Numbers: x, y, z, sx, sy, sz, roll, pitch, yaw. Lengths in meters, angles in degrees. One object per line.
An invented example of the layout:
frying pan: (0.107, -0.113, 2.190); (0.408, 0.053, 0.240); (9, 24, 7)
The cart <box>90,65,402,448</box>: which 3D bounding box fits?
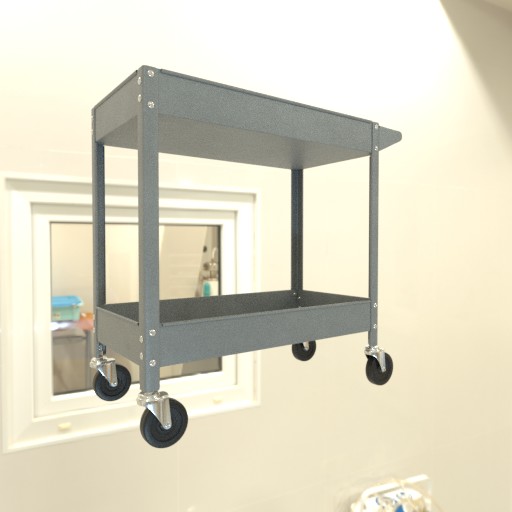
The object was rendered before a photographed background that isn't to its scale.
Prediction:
cart: (0.000, 0.000, 1.178); (0.779, 0.719, 0.366); (-1, 2, -36)
